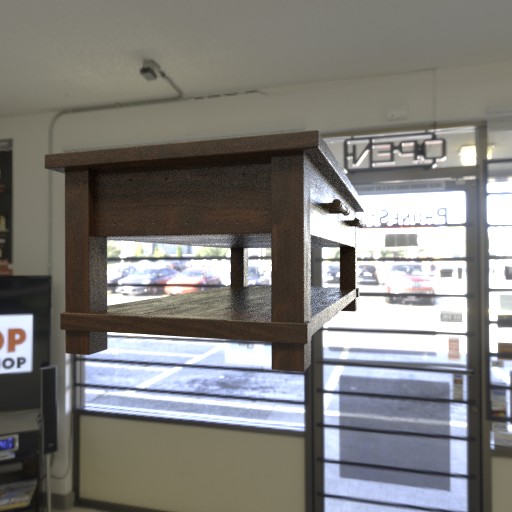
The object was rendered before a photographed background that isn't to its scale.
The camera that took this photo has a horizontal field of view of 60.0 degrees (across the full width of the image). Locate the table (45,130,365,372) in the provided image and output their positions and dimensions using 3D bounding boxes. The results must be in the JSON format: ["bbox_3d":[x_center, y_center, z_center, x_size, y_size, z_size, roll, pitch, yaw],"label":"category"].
[{"bbox_3d":[0.000,0.000,1.588,0.700,0.494,1.270,0,-1,18],"label":"table"}]
